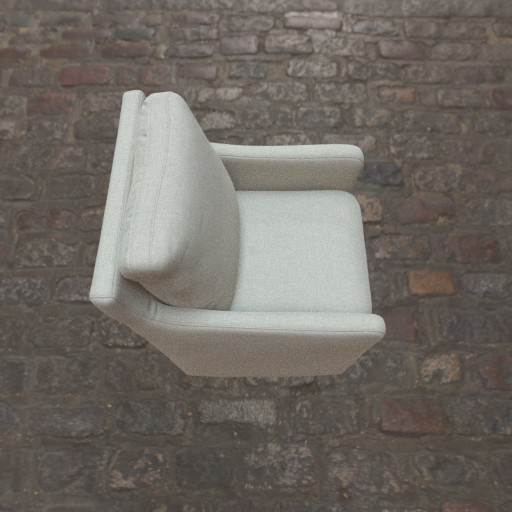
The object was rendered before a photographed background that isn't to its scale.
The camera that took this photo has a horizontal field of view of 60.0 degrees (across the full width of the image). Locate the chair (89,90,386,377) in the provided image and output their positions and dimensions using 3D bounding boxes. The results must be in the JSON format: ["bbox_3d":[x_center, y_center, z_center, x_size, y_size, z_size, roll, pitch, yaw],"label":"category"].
[{"bbox_3d":[0.000,0.000,1.389,0.694,0.914,0.626,0,65,0],"label":"chair"}]
